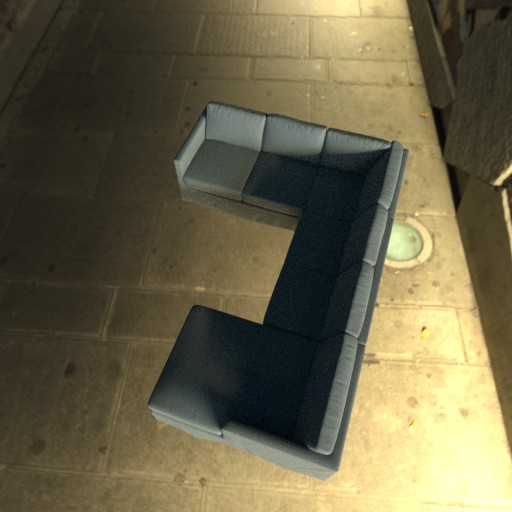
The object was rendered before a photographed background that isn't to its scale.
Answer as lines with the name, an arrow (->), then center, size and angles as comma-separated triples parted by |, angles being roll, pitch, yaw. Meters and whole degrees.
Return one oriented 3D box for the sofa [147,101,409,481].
sofa -> 0.000, 0.000, 4.467 | 2.427, 0.882, 3.460 | 16, 59, 10
